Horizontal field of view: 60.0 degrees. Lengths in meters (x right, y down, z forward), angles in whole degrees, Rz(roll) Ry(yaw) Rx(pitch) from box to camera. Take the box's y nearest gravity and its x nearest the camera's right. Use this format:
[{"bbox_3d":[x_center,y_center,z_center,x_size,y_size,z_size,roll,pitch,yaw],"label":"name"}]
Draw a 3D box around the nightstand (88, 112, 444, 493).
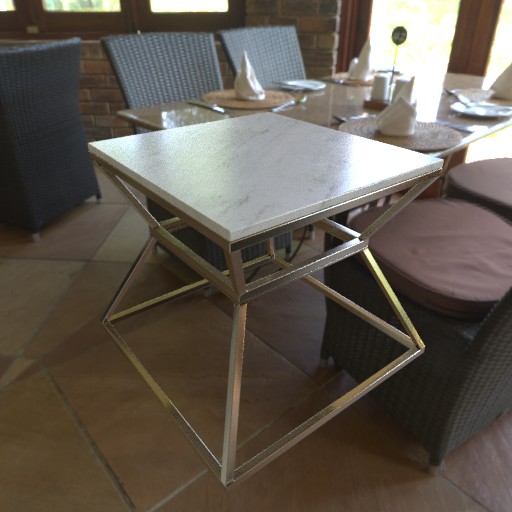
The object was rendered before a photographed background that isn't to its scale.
[{"bbox_3d":[0.000,0.000,0.884,0.514,0.426,0.513,-21,36,-32],"label":"nightstand"}]
